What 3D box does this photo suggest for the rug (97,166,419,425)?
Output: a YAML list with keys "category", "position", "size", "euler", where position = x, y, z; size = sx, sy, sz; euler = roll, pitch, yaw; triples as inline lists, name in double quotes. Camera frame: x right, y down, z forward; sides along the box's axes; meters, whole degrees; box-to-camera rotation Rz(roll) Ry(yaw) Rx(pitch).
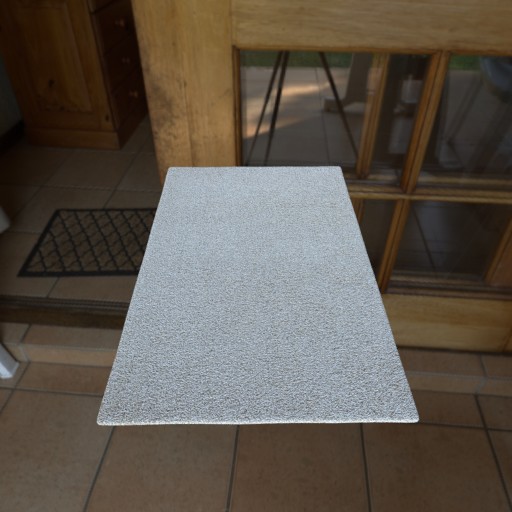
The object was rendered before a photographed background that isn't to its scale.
- category: "rug"
  position: [0.000, 0.000, 3.015]
  size: [1.524, 0.030, 2.438]
  euler: [0, 40, 0]
